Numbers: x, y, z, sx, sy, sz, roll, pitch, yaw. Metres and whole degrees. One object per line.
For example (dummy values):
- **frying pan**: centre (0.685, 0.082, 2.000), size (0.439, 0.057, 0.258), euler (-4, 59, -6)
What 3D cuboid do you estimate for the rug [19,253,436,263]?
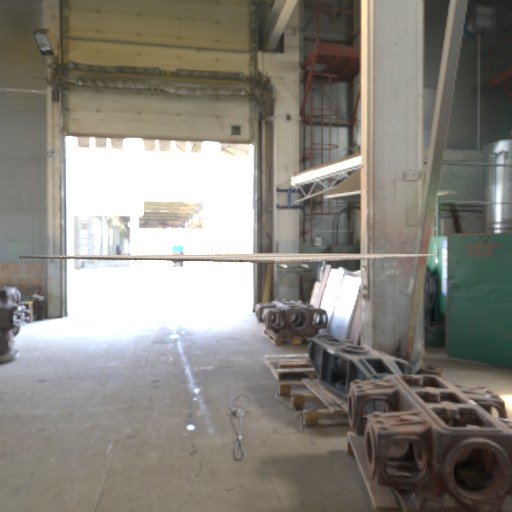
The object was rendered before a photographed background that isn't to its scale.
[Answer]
- **rug**: centre (0.000, 0.000, 3.901), size (2.317, 0.016, 2.959), euler (1, 1, 35)
